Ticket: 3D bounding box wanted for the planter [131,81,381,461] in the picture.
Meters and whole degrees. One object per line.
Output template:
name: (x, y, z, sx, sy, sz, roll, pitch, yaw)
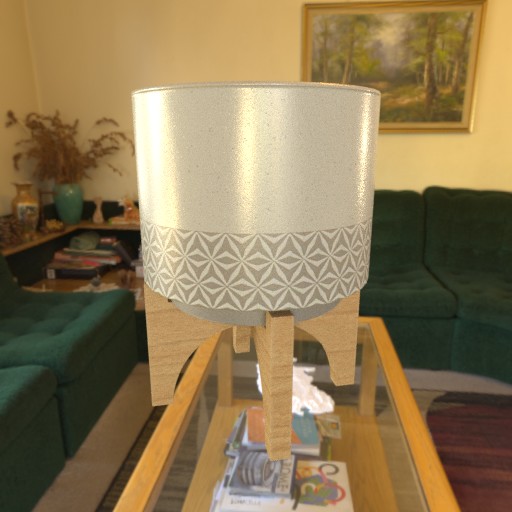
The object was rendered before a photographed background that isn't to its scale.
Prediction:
planter: (0.000, 0.000, 0.501, 0.249, 0.343, 0.249, 0, 15, 0)
